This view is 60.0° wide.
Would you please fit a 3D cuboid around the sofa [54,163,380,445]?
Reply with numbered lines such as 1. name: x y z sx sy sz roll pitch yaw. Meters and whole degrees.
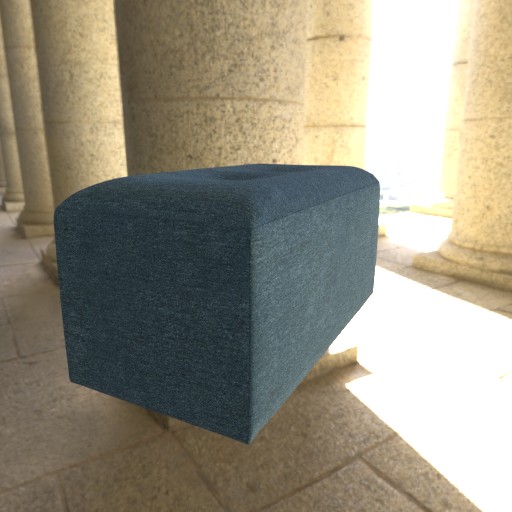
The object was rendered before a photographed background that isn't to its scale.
1. sofa: 0.000 0.000 1.229 0.480 0.470 0.930 8 16 27
